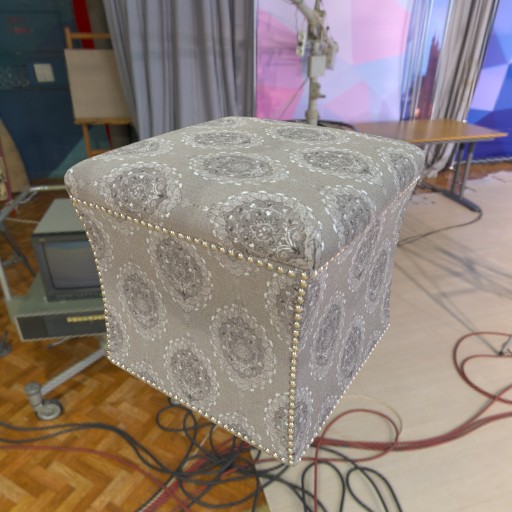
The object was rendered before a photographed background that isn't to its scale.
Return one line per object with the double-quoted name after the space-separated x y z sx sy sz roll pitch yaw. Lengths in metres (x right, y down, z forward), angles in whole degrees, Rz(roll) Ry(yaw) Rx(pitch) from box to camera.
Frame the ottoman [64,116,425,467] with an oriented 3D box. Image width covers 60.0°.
0.000 0.000 0.910 0.507 0.473 0.497 18 34 29 "ottoman"
